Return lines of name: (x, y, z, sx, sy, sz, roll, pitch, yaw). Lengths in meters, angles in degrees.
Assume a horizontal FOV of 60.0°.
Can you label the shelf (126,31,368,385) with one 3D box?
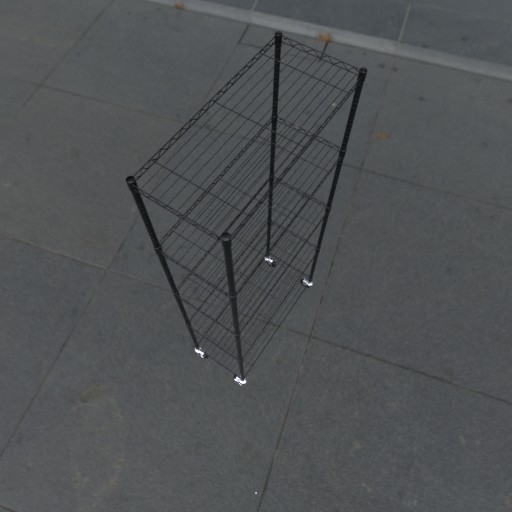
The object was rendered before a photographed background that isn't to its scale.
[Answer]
shelf: (0.000, 0.000, 1.991, 0.356, 1.645, 0.762, 31, 66, 15)
